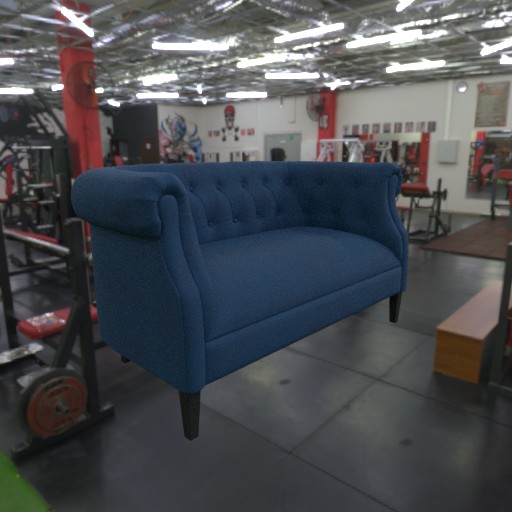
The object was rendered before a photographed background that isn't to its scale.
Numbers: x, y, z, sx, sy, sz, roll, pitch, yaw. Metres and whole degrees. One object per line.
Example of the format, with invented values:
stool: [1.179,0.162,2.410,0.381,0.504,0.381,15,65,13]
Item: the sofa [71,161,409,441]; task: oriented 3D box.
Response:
sofa: [0.000,0.000,2.027,0.835,0.827,1.558,13,19,43]
